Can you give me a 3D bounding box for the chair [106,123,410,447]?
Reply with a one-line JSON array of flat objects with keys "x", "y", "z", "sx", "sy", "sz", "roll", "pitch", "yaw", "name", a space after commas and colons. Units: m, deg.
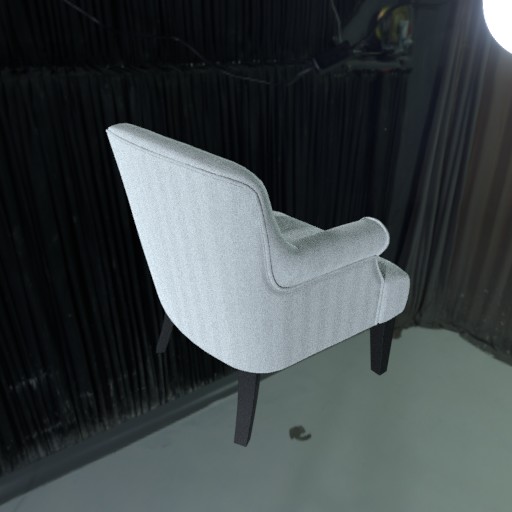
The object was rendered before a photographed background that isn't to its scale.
[{"x": 0.000, "y": 0.000, "z": 1.474, "sx": 0.750, "sy": 0.875, "sz": 0.781, "roll": -19, "pitch": 32, "yaw": -33, "name": "chair"}]
